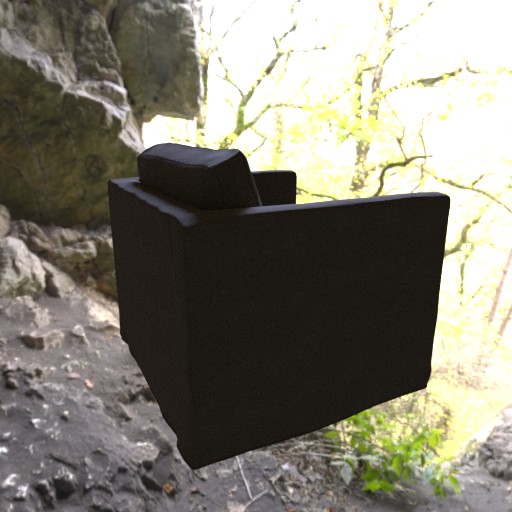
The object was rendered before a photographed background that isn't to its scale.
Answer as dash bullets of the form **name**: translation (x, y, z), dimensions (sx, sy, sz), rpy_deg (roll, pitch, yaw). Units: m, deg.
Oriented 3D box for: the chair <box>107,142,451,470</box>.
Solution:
- **chair**: translation (0.000, 0.000, 1.745), dimensions (0.949, 0.863, 1.057), rpy_deg (-8, 18, -26)
